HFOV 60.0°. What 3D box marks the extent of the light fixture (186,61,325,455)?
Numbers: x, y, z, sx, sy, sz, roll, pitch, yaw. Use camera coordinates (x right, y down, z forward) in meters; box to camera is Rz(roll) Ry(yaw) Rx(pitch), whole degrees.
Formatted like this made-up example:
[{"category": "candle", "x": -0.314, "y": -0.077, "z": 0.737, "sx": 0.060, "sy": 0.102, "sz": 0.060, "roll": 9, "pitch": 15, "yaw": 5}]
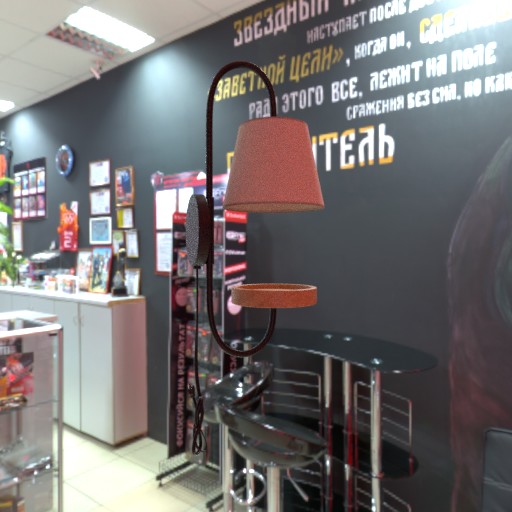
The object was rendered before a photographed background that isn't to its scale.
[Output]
[{"category": "light fixture", "x": 0.000, "y": 0.000, "z": 0.949, "sx": 0.299, "sy": 0.821, "sz": 0.220, "roll": 0, "pitch": 1, "yaw": -19}]
